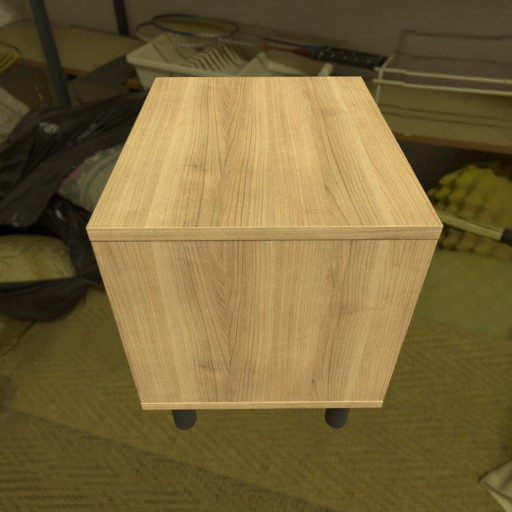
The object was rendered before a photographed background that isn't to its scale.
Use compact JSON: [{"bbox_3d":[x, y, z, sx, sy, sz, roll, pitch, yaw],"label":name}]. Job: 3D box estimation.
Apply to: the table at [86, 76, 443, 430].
[{"bbox_3d":[0.000,0.000,0.771,0.380,0.460,0.445,0,41,0],"label":"table"}]
